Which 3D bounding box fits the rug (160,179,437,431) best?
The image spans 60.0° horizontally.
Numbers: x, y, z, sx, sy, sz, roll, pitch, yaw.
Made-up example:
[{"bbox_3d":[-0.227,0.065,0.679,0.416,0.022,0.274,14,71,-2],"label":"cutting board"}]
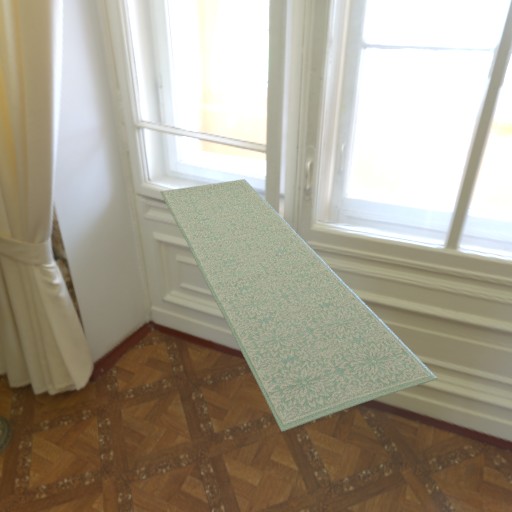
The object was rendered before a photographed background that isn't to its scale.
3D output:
[{"bbox_3d":[0.000,0.000,2.488,0.662,0.011,2.196,-11,33,-18],"label":"rug"}]
